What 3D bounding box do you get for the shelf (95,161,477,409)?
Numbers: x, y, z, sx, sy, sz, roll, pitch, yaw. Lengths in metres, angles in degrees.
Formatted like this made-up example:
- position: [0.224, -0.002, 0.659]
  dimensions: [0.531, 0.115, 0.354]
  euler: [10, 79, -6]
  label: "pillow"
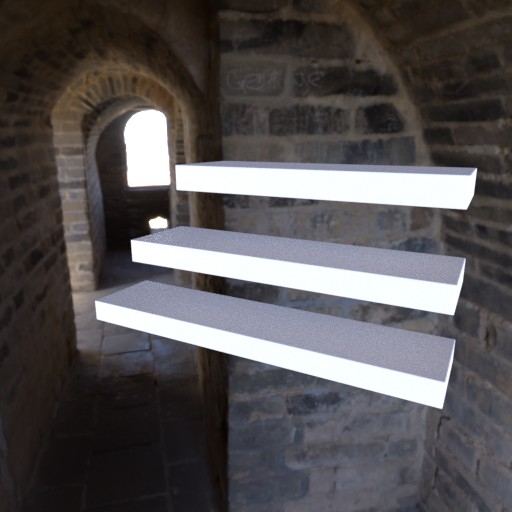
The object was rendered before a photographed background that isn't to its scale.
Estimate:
- position: [0.000, 0.000, 0.722]
  dimensions: [0.610, 0.293, 0.140]
  euler: [8, 17, 27]
  label: "shelf"
